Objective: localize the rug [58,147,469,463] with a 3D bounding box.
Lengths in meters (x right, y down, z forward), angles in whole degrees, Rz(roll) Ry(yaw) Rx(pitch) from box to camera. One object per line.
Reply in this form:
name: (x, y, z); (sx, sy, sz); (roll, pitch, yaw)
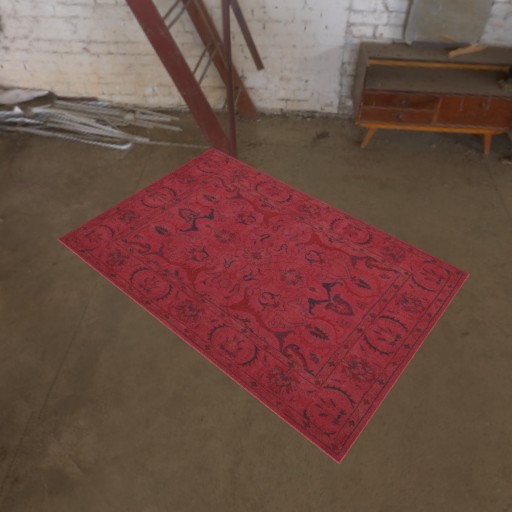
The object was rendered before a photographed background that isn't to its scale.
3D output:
rug: (0.000, 0.000, 2.331); (1.814, 0.008, 1.209); (31, 53, 27)
